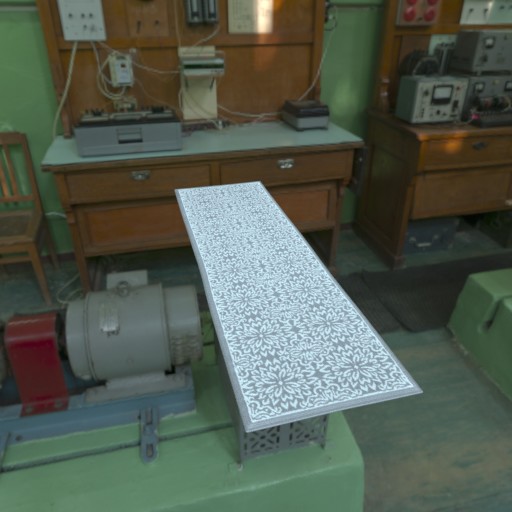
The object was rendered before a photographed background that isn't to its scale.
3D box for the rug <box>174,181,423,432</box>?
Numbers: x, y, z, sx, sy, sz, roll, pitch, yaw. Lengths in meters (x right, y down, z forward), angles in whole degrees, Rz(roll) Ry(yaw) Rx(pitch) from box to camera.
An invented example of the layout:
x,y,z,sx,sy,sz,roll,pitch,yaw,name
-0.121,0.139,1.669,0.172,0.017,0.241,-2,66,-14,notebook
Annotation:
x,y,z,sx,sy,sz,roll,pitch,yaw,name
0.000,0.000,2.442,0.662,0.011,2.196,-8,31,-13,rug
